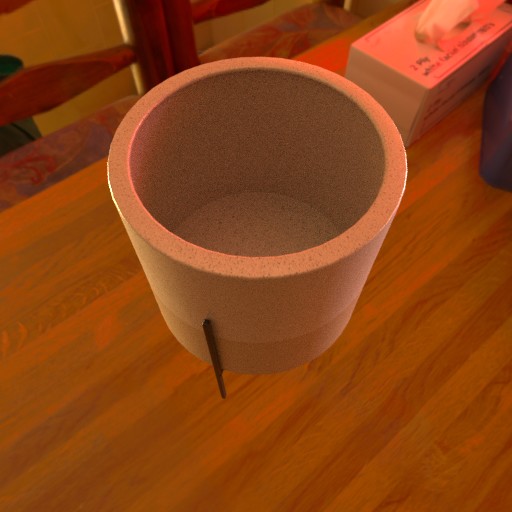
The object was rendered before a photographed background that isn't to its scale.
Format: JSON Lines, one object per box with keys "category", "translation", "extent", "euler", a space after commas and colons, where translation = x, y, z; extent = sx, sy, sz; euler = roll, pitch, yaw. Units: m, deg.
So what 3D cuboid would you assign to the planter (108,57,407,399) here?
{"category": "planter", "translation": [0.000, 0.000, 0.734], "extent": [0.359, 0.484, 0.368], "euler": [17, 60, 10]}
